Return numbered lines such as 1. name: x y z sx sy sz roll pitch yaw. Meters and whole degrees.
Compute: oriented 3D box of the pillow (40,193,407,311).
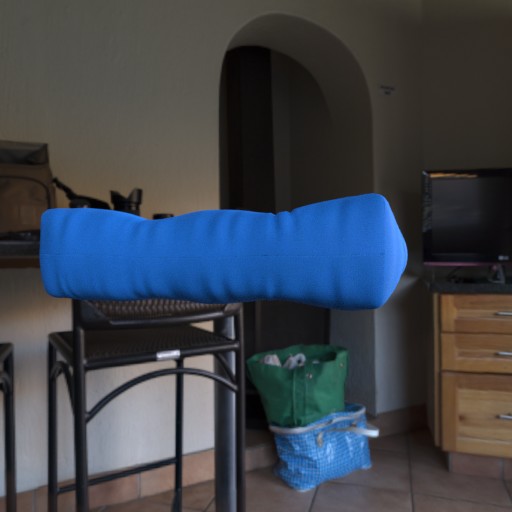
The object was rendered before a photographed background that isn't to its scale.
1. pillow: 0.000 0.000 0.729 0.468 0.128 0.490 0 -1 19
